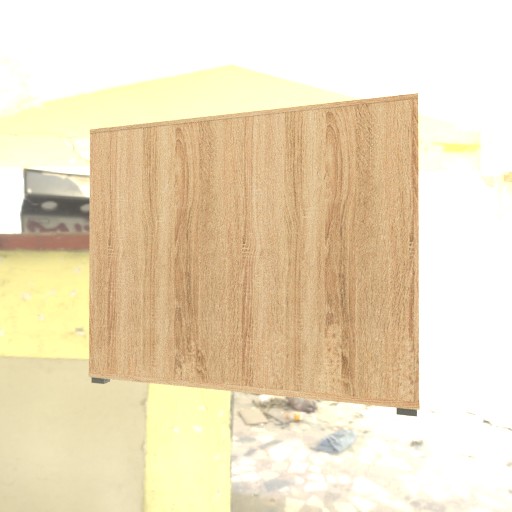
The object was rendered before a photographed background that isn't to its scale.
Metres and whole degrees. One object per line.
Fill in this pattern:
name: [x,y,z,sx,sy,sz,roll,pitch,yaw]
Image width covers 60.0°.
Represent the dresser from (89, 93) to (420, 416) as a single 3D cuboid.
dresser: [0.000,0.000,1.613,1.100,0.900,0.450,0,-1,18]
